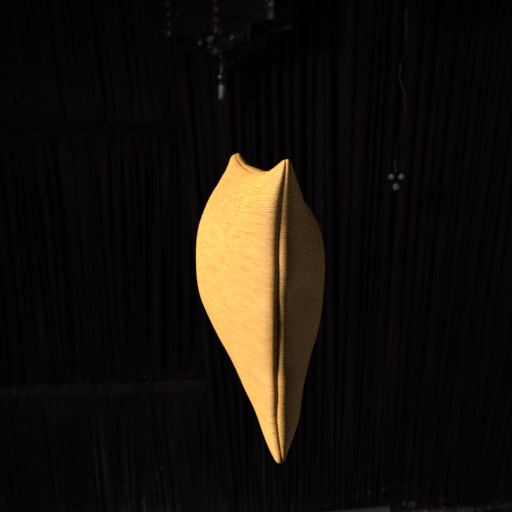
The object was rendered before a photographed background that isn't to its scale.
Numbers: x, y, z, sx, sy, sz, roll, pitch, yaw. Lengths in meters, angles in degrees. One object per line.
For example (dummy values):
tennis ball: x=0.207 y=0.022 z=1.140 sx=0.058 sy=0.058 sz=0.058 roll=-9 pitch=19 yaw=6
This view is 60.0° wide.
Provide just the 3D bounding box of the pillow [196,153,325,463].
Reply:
pillow: x=0.000 y=0.000 z=0.787 sx=0.210 sy=0.354 sz=0.634 roll=-2 pitch=14 yaw=-7
